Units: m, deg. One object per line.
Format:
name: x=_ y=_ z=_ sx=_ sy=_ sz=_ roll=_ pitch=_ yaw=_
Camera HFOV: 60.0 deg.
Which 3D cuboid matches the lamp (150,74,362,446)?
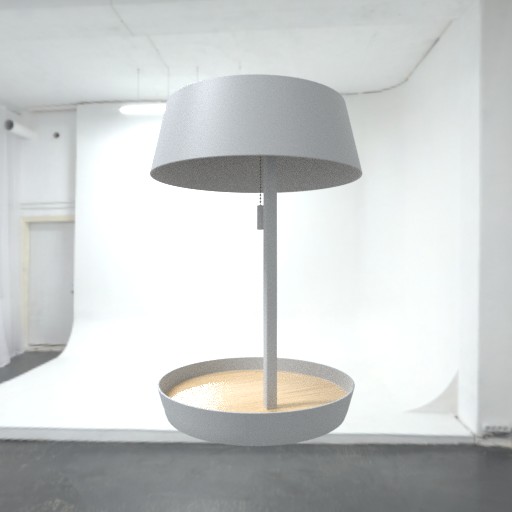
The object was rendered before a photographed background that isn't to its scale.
lamp: x=0.000 y=0.000 z=0.623 sx=0.291 sy=0.429 sz=0.291 roll=0 pitch=0 yaw=0
